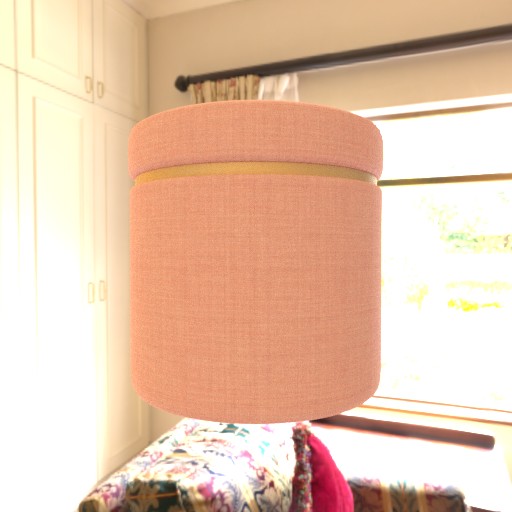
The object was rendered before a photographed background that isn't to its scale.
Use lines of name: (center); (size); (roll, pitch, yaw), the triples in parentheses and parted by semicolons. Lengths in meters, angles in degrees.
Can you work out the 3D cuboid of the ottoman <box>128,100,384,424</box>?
ottoman: (0.000, 0.000, 0.724); (0.400, 0.406, 0.400); (0, 1, 0)
